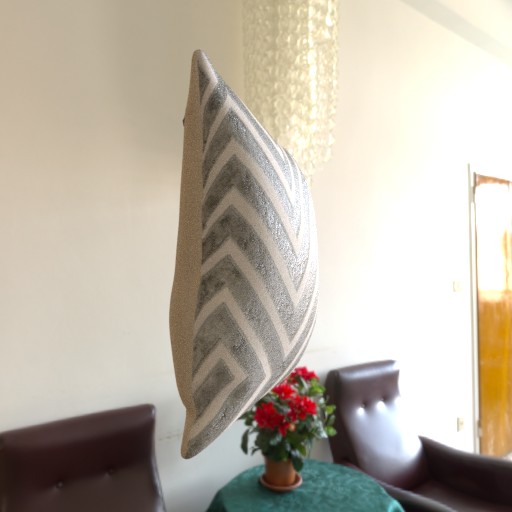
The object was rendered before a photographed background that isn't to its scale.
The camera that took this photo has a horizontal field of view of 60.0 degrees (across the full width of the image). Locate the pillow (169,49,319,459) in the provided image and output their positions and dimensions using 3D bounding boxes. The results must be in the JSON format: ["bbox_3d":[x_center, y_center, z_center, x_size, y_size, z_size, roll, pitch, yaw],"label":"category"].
[{"bbox_3d":[0.000,0.000,0.672,0.182,0.441,0.440,-1,-2,18],"label":"pillow"}]
